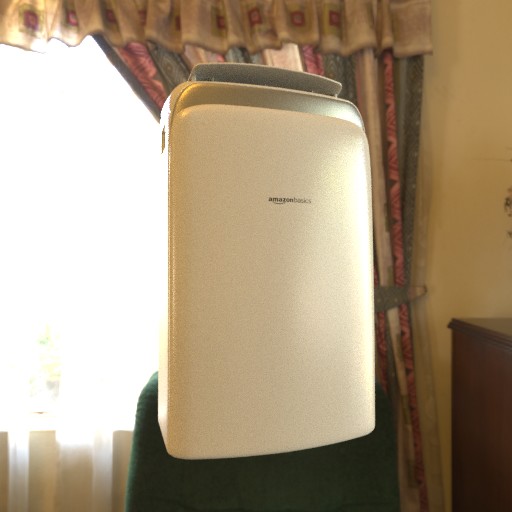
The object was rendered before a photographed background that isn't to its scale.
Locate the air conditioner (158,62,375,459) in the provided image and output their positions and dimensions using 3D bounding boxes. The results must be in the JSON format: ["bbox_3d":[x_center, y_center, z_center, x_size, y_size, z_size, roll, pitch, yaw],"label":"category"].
[{"bbox_3d":[0.000,0.000,1.057,0.449,0.786,0.414,0,-1,-18],"label":"air conditioner"}]
